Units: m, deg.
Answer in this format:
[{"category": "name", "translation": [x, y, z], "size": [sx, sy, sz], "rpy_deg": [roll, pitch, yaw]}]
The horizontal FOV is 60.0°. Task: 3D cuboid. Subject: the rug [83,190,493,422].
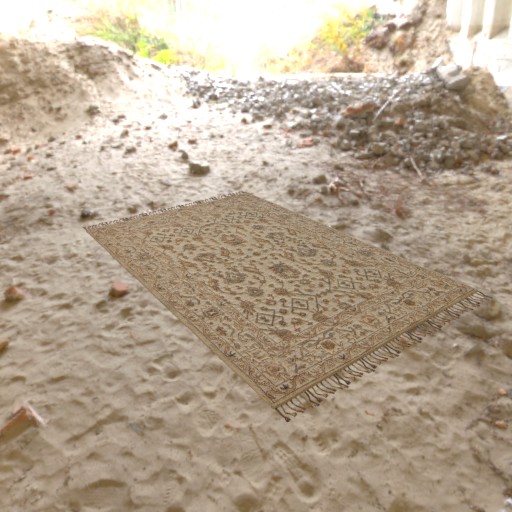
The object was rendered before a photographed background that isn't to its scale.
[{"category": "rug", "translation": [0.000, 0.000, 2.957], "size": [1.529, 0.027, 2.434], "rpy_deg": [-18, 32, -33]}]
